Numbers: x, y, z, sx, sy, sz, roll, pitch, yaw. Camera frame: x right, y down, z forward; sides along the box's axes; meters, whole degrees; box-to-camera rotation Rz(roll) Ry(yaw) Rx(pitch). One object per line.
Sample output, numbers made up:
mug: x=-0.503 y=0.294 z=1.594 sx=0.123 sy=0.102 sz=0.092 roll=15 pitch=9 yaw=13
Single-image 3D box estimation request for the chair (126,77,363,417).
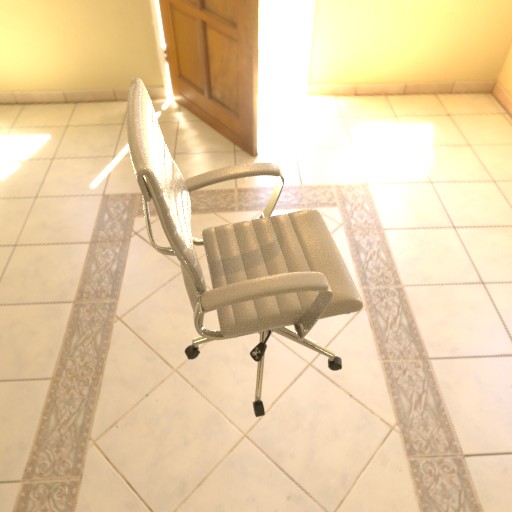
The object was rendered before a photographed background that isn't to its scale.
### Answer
chair: x=0.000 y=0.000 z=1.556 sx=0.667 sy=1.149 sz=0.679 roll=-9 pitch=48 yaw=-8
